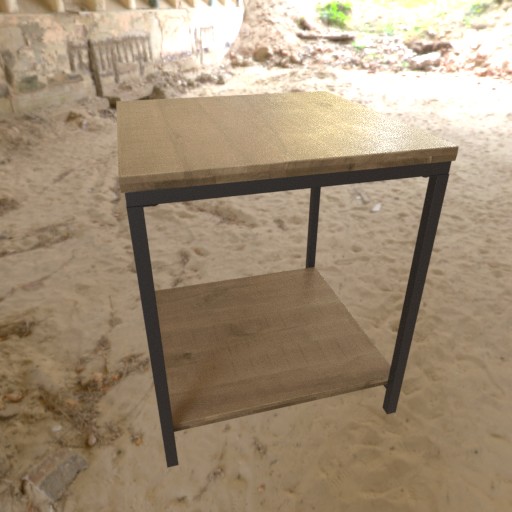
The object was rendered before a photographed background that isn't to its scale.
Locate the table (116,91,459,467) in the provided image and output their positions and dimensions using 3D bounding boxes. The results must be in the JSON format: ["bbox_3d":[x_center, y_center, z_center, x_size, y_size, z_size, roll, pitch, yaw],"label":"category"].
[{"bbox_3d":[0.000,0.000,0.977,0.503,0.589,0.507,-8,31,-13],"label":"table"}]
